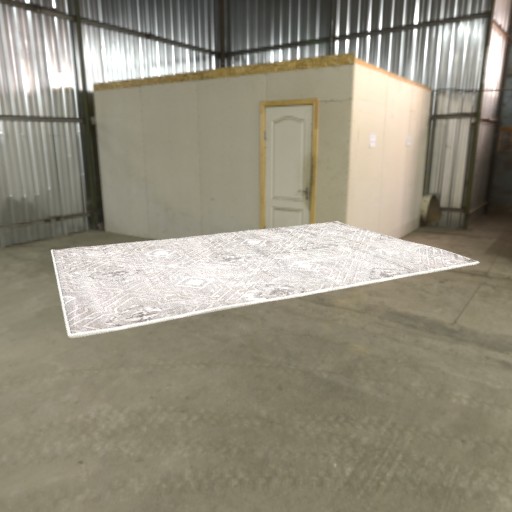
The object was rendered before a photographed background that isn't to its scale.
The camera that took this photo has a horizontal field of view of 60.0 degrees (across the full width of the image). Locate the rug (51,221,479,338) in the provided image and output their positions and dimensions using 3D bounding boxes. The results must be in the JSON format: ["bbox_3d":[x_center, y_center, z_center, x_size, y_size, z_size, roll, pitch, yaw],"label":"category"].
[{"bbox_3d":[0.000,0.000,2.964,2.447,0.036,1.537,-7,17,-25],"label":"rug"}]
